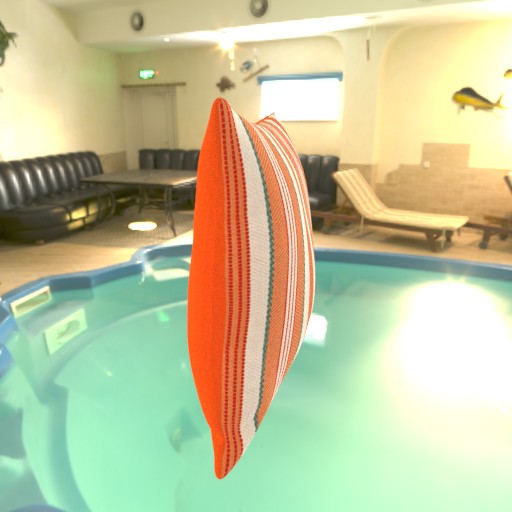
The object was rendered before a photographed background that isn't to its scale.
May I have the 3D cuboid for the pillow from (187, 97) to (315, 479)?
[{"bbox_3d":[0.000,0.000,0.677,0.182,0.441,0.440,3,18,9],"label":"pillow"}]
